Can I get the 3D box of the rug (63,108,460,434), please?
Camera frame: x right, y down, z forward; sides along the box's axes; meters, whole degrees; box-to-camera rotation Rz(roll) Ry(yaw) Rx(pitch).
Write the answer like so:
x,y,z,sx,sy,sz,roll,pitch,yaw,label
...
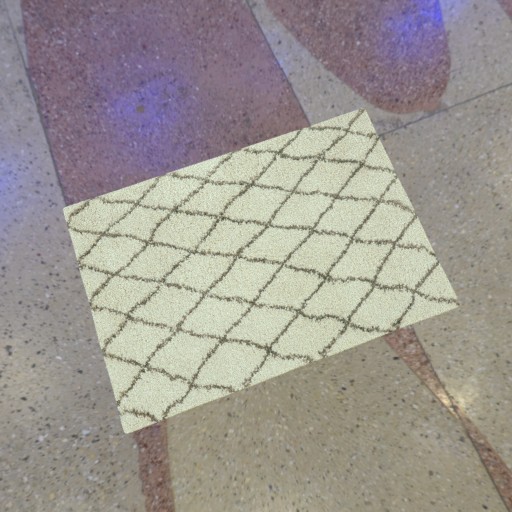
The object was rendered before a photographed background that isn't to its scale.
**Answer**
x,y,z,sx,sy,sz,roll,pitch,yaw,label
0.000,0.000,2.330,1.778,0.030,1.219,-20,76,-5,rug
